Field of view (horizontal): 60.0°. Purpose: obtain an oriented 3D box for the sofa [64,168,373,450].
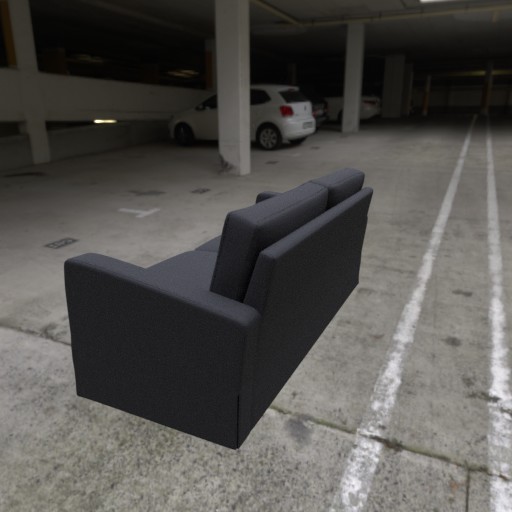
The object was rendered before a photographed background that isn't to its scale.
[{"bbox_3d":[0.000,0.000,2.395,0.898,0.839,1.852,8,19,24],"label":"sofa"}]
